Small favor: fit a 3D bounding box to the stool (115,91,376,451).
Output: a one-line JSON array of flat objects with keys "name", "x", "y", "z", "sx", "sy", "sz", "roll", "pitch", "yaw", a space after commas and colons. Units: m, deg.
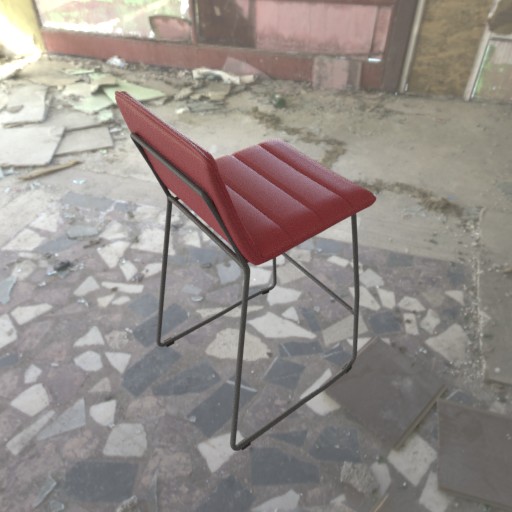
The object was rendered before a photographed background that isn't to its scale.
[{"name": "stool", "x": 0.000, "y": 0.000, "z": 1.243, "sx": 0.524, "sy": 0.937, "sz": 0.489, "roll": -26, "pitch": 48, "yaw": -27}]
